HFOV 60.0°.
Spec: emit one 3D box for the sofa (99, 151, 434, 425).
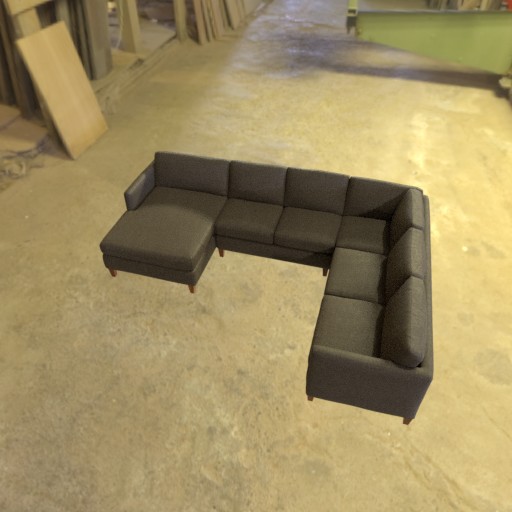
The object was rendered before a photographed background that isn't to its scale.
[{"bbox_3d":[0.000,0.000,4.704,3.460,0.961,2.594,10,42,12],"label":"sofa"}]
